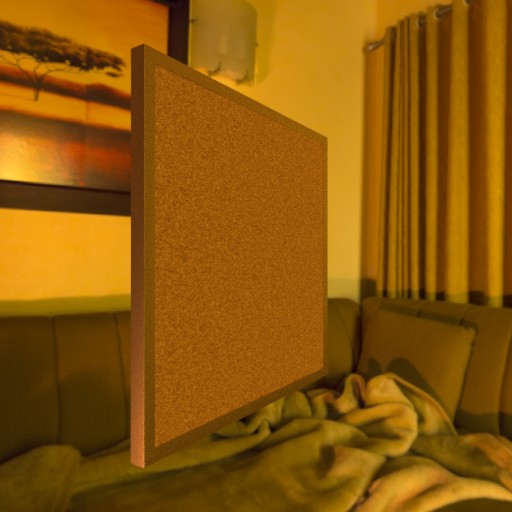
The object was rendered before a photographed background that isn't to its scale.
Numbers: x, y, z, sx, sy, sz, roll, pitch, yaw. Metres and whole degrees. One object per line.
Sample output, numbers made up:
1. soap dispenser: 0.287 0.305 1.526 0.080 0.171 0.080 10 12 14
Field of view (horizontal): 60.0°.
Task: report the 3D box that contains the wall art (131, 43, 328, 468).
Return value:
1. wall art: 0.000 0.000 1.124 0.036 0.765 0.767 0 0 34
